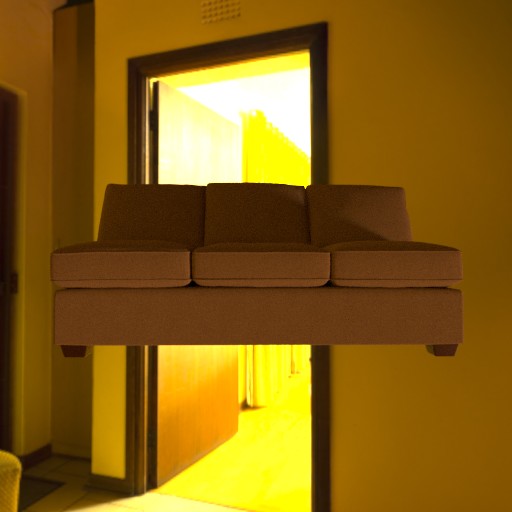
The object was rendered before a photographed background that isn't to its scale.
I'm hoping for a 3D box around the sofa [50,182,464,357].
[{"bbox_3d":[0.000,0.000,2.733,2.092,1.036,1.127,0,-1,-1],"label":"sofa"}]
